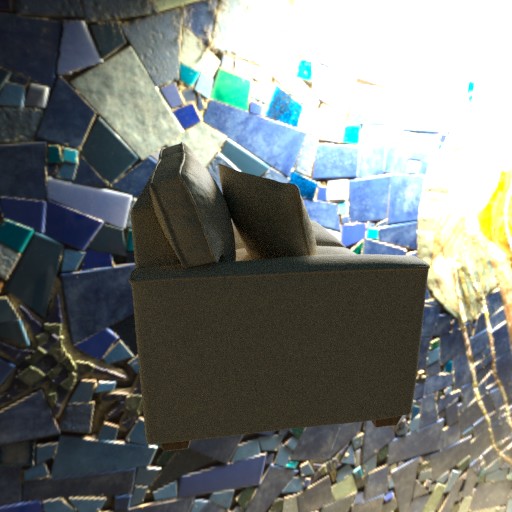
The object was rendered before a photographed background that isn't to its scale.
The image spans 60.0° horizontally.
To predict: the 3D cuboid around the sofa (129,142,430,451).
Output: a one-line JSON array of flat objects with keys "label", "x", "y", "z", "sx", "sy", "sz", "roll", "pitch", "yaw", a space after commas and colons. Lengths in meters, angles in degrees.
[{"label": "sofa", "x": 0.000, "y": 0.000, "z": 2.078, "sx": 0.991, "sy": 0.989, "sz": 1.388, "roll": -3, "pitch": 17, "yaw": -9}]
